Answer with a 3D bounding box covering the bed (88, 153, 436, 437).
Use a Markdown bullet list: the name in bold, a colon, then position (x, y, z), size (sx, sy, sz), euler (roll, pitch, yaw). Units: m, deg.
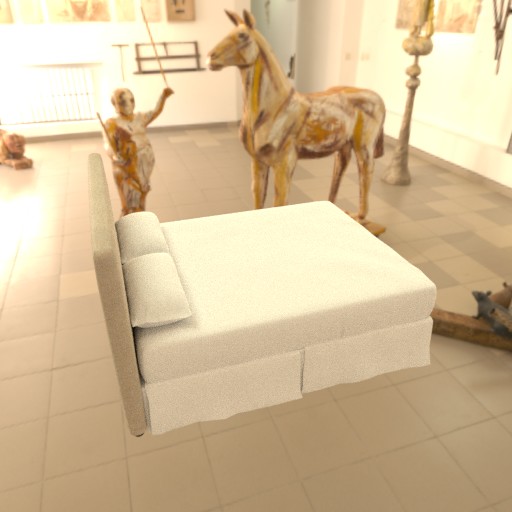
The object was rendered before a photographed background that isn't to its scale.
- **bed**: position (0.000, 0.000, 3.295), size (2.162, 1.330, 1.713), euler (-10, 31, -17)
